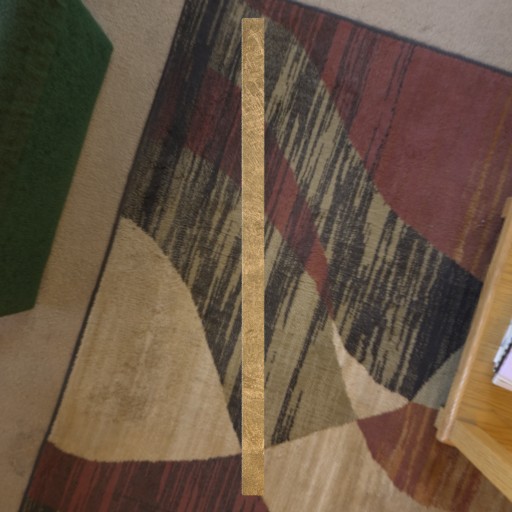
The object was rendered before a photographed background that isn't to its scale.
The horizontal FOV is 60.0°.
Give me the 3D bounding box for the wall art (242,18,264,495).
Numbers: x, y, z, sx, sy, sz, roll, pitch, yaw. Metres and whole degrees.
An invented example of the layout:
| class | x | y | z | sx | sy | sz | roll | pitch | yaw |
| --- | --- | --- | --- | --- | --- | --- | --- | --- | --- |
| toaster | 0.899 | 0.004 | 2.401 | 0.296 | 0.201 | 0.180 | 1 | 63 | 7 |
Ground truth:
| class | x | y | z | sx | sy | sz | roll | pitch | yaw |
| --- | --- | --- | --- | --- | --- | --- | --- | --- | --- |
| wall art | 0.000 | 0.000 | 1.560 | 0.051 | 1.091 | 1.092 | 0 | 90 | 1 |
